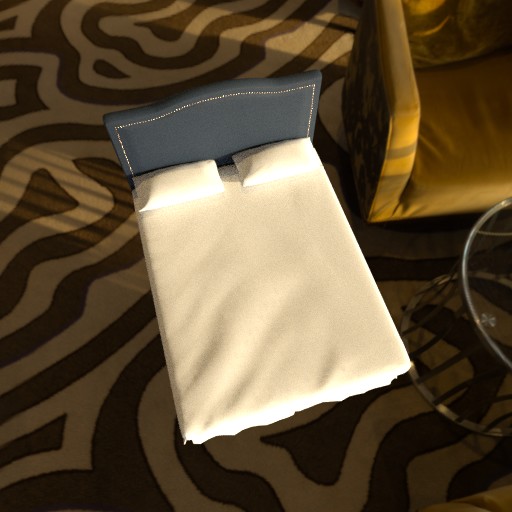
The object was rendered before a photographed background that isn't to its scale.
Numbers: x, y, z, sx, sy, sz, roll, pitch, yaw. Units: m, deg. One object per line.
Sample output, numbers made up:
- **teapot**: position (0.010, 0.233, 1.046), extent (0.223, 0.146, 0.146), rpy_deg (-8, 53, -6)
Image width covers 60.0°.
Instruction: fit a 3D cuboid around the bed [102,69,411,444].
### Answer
- **bed**: position (0.000, 0.000, 3.444), extent (1.821, 1.436, 2.282), rpy_deg (-15, 64, -7)
